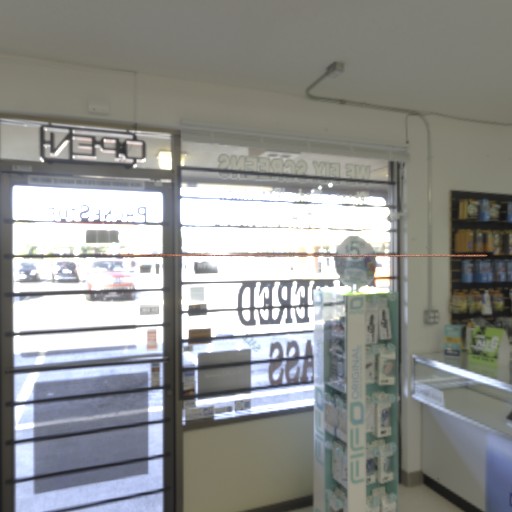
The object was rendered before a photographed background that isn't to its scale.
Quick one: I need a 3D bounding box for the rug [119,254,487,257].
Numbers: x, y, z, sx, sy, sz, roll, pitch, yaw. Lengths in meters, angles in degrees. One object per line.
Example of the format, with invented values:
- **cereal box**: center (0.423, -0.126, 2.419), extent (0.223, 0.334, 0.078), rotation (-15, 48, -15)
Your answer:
- **rug**: center (0.000, 0.000, 2.816), extent (1.594, 0.009, 2.112), rotation (0, 0, -19)
